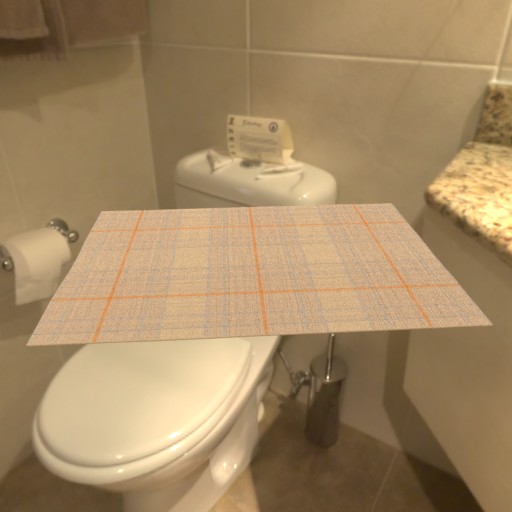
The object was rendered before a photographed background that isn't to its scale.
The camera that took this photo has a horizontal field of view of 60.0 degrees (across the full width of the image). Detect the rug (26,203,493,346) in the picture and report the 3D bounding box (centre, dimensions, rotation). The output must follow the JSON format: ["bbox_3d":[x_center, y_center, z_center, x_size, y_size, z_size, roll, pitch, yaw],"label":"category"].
[{"bbox_3d":[0.000,0.000,2.254,1.825,0.015,1.232,-2,30,-3],"label":"rug"}]
